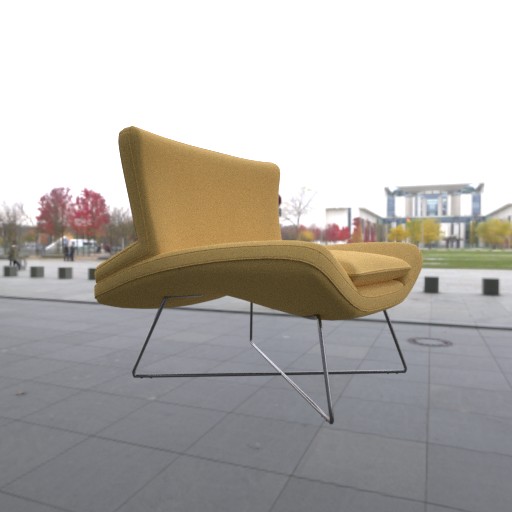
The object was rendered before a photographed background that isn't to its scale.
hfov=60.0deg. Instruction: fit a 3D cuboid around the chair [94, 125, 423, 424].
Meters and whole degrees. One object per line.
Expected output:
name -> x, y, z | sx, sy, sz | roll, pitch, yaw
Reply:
chair -> 0.000, 0.000, 1.648 | 1.008, 0.855, 0.859 | 1, 2, 37
